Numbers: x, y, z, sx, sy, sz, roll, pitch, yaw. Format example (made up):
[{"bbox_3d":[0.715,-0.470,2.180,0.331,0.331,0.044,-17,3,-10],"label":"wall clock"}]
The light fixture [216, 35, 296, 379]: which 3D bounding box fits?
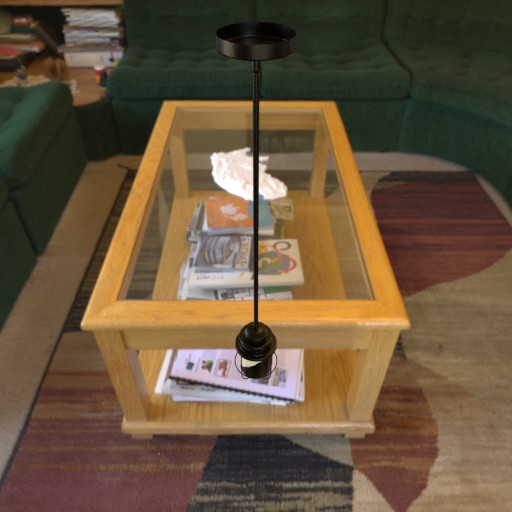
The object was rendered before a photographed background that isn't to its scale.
[{"bbox_3d":[0.000,0.000,0.987,0.123,0.920,0.123,-12,43,-13],"label":"light fixture"}]
